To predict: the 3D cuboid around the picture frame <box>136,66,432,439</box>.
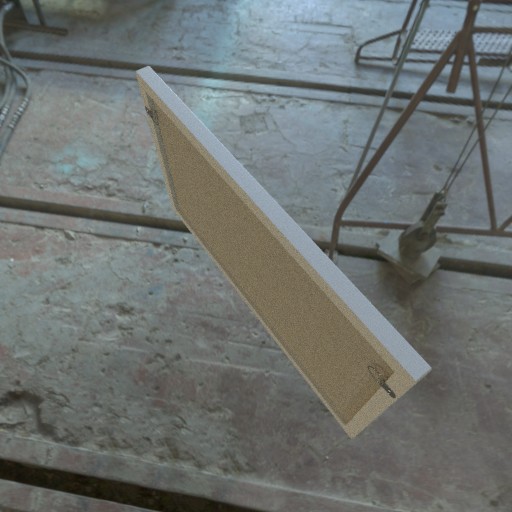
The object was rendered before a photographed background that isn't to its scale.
[{"bbox_3d":[0.000,0.000,0.782,0.044,0.379,0.647,-32,64,-18],"label":"picture frame"}]
